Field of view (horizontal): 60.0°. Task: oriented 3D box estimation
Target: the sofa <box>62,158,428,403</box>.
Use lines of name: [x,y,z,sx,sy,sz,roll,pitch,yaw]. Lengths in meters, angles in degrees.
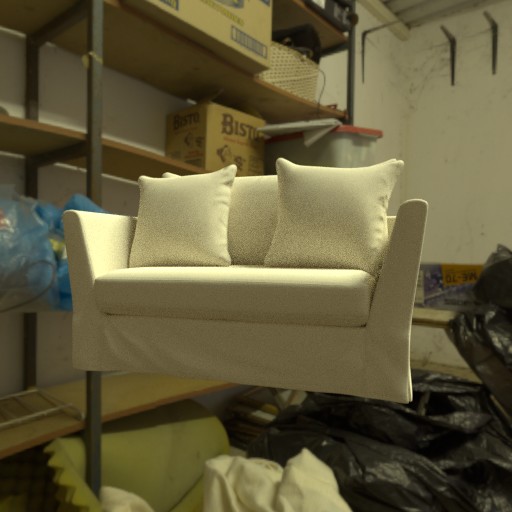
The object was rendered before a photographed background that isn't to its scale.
sofa: [0.000,0.000,2.298,1.608,1.039,1.026,0,1,18]
